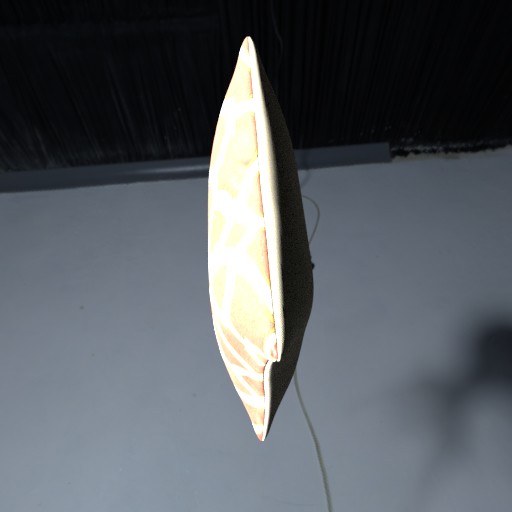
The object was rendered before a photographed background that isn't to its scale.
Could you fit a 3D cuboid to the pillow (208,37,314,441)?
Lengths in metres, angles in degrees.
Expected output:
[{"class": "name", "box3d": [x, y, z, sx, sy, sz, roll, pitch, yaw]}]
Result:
[{"class": "pillow", "box3d": [0.000, 0.000, 0.807, 0.166, 0.508, 0.552, -3, 58, -2]}]
